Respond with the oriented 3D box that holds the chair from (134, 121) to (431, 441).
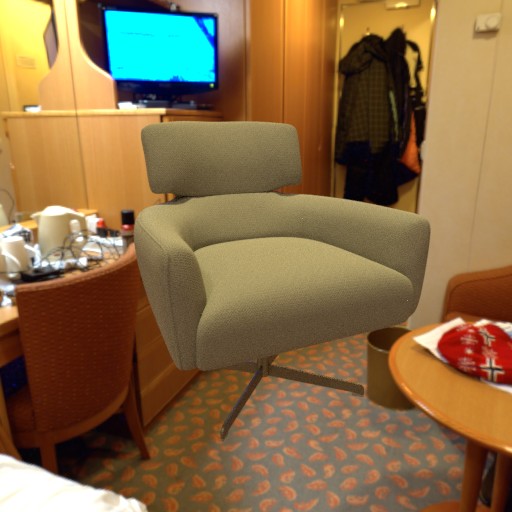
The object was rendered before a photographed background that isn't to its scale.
[{"bbox_3d":[0.000,0.000,1.383,0.760,0.810,0.730,-8,18,-25],"label":"chair"}]
